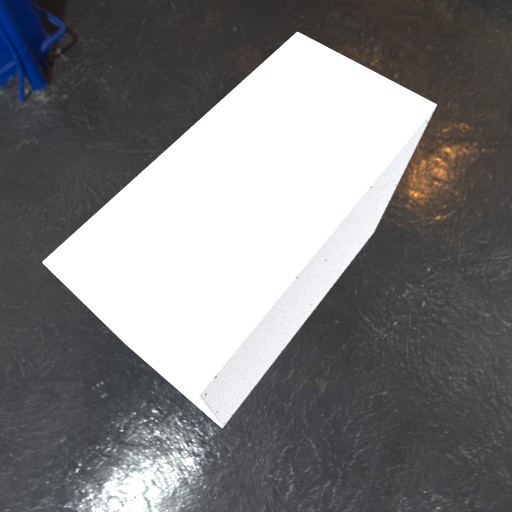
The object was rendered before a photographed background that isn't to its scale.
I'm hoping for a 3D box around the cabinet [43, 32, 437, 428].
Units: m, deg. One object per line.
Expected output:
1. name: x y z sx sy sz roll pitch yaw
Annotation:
1. cabinet: 0.000 0.000 1.247 0.398 0.761 0.800 36 69 16
